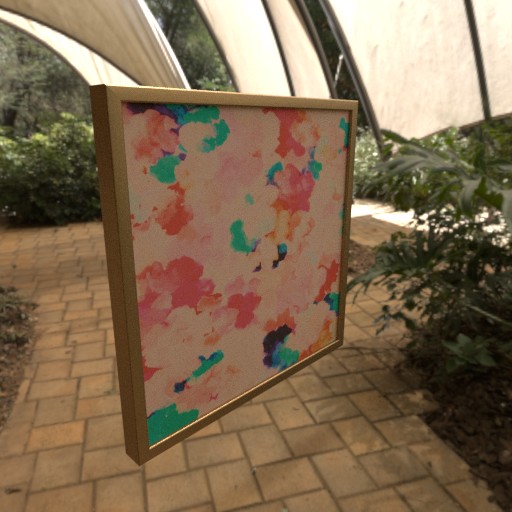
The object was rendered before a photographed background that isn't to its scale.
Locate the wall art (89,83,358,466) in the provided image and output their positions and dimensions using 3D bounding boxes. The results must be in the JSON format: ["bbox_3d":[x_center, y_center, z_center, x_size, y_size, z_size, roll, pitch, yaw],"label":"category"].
[{"bbox_3d":[0.000,0.000,0.744,0.037,0.509,0.510,16,23,42],"label":"wall art"}]
